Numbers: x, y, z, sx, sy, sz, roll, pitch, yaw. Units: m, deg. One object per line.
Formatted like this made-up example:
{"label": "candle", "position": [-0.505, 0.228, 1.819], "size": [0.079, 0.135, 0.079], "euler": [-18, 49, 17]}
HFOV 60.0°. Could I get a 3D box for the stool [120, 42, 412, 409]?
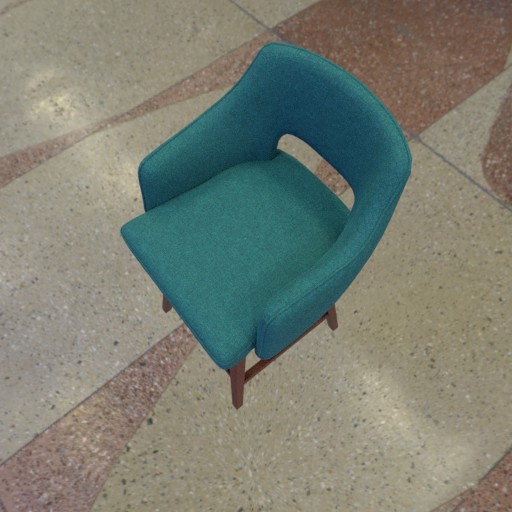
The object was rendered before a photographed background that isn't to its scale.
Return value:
{"label": "stool", "position": [0.000, 0.000, 1.259], "size": [0.556, 0.961, 0.548], "euler": [-35, 68, -16]}
